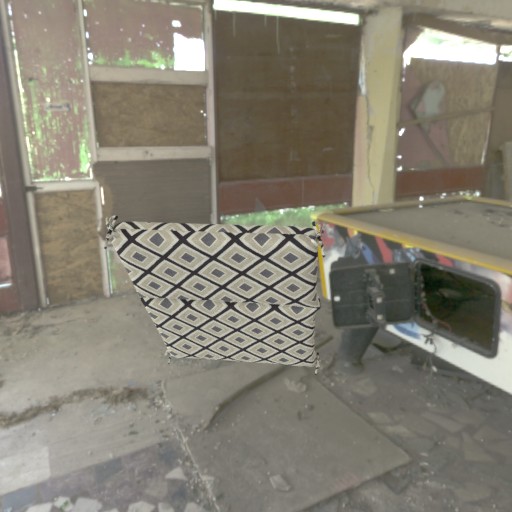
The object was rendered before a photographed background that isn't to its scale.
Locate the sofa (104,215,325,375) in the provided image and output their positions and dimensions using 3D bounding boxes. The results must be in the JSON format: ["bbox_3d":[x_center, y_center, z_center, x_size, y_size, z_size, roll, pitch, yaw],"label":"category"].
[{"bbox_3d":[0.000,0.000,1.907,0.582,0.622,1.663,2,16,8],"label":"sofa"}]
